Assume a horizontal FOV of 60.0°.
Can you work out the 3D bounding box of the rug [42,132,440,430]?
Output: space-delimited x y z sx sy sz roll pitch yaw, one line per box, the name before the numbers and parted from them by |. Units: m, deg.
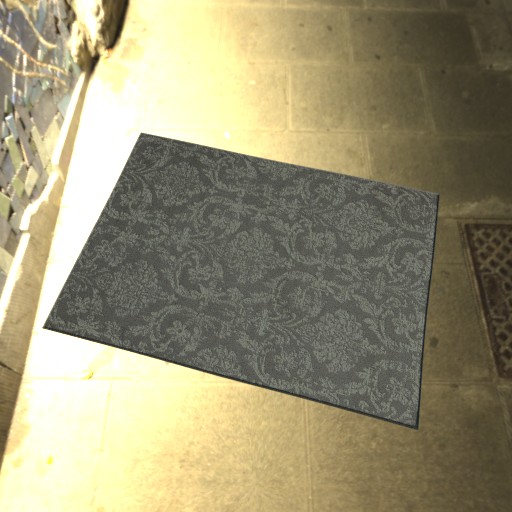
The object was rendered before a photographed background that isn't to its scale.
rug | 0.000 0.000 2.841 2.206 0.014 1.578 13 64 7
